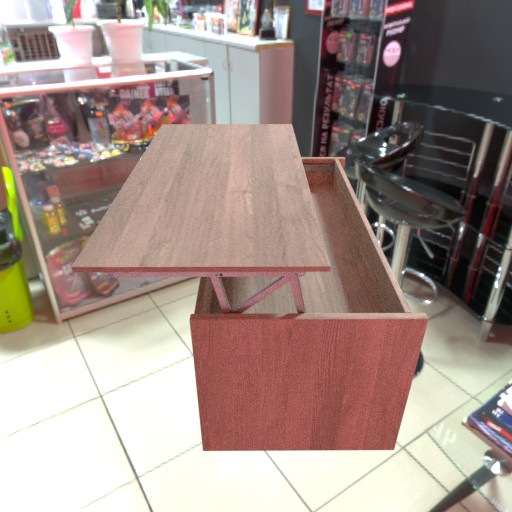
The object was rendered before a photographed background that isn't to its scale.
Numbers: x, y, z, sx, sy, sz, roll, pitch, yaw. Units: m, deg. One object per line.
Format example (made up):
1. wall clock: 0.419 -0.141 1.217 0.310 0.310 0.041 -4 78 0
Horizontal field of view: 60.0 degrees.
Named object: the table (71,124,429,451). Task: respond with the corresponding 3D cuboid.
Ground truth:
1. table: 0.000 0.000 1.422 0.712 0.570 1.000 0 32 0
